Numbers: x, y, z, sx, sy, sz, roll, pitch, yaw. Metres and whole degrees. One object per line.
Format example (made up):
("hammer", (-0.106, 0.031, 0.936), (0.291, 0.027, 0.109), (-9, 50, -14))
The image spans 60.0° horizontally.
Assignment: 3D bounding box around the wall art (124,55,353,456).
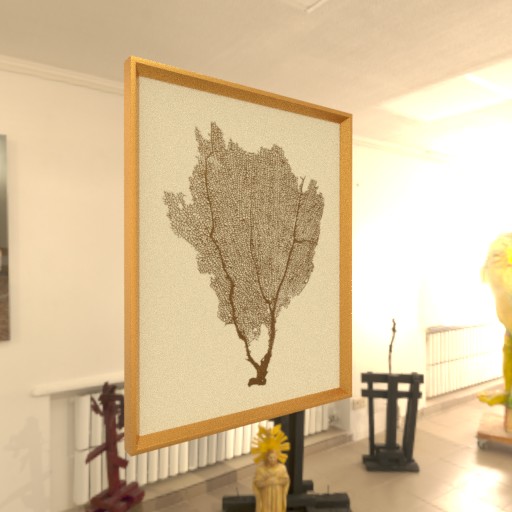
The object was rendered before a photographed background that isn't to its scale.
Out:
("wall art", (0.000, 0.000, 1.033), (0.610, 0.762, 0.038), (0, 0, -35))
